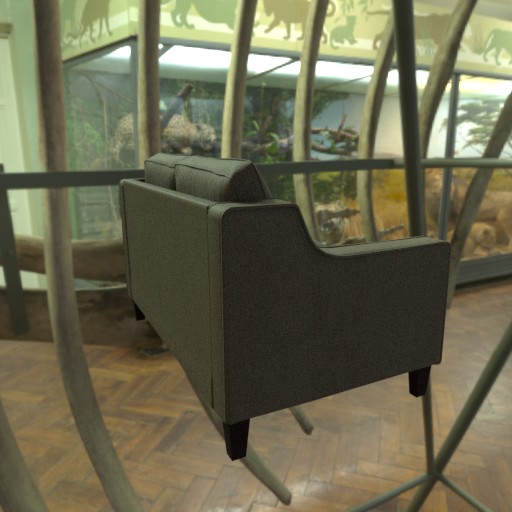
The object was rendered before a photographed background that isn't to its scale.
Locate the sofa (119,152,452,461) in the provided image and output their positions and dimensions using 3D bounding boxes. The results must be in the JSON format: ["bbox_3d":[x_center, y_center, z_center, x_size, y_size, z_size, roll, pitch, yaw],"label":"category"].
[{"bbox_3d":[0.000,0.000,2.158,0.985,0.981,1.503,-7,15,-26],"label":"sofa"}]
